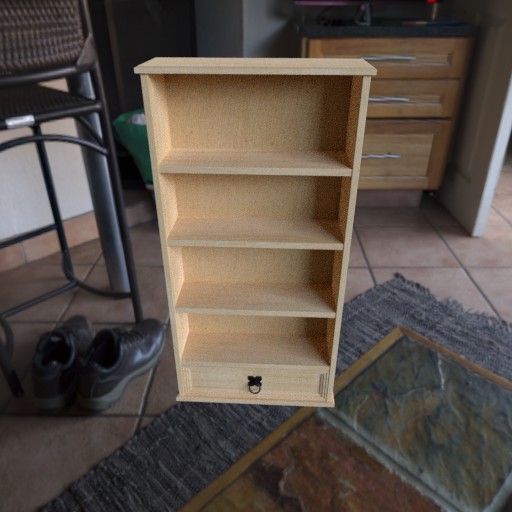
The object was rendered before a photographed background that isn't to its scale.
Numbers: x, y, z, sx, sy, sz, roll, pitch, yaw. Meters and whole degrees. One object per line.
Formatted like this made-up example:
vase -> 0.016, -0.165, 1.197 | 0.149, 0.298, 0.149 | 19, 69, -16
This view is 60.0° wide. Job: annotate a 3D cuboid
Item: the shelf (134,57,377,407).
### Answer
shelf -> 0.000, 0.000, 1.277 | 0.520, 1.030, 0.175 | 2, 30, 3
